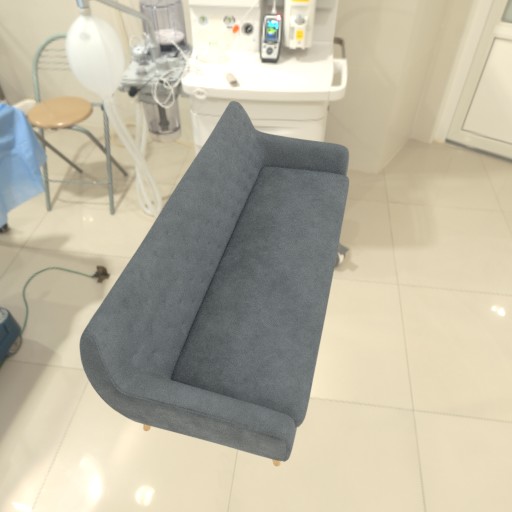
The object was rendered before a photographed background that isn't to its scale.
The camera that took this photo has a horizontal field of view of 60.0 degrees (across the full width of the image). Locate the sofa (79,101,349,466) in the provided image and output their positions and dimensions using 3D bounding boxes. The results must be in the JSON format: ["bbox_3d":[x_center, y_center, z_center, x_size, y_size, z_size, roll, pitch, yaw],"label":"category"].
[{"bbox_3d":[0.000,0.000,2.390,0.841,0.832,1.975,10,46,10],"label":"sofa"}]
